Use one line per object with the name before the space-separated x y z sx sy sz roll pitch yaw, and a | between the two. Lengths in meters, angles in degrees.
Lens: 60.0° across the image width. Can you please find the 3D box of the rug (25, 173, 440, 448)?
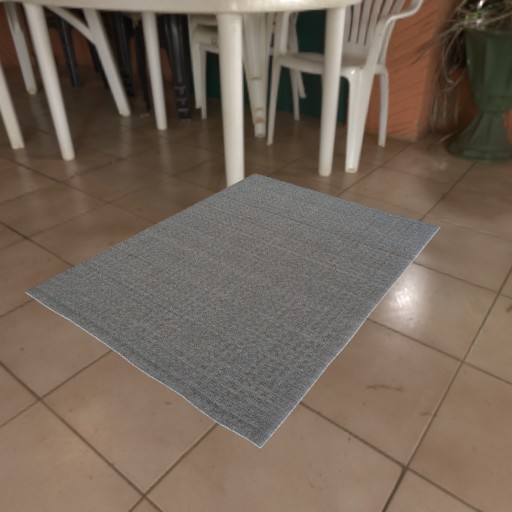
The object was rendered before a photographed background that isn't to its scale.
rug | 0.000 0.000 4.173 2.443 0.007 3.200 22 39 30
